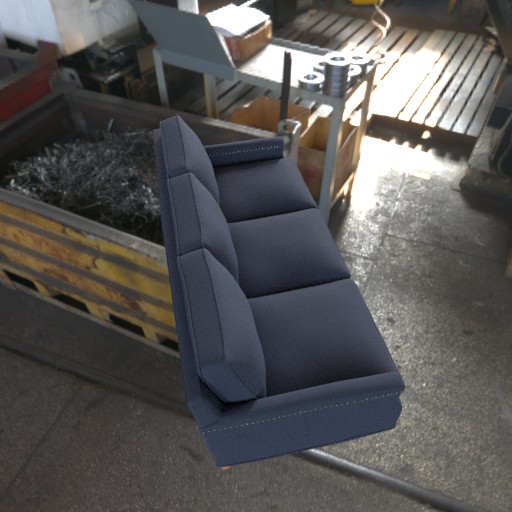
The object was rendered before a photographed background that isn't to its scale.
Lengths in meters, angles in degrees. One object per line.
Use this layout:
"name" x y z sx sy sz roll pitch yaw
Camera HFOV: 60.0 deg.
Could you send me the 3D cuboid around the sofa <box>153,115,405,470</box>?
"sofa" 0.000 0.000 2.839 1.084 1.003 2.246 -9 47 -9
